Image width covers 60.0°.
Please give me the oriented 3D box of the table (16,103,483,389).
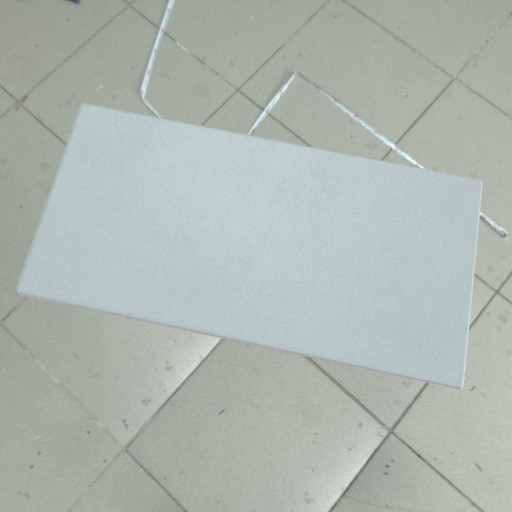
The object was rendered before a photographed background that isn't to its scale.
[{"bbox_3d":[0.000,0.000,1.425,1.171,0.487,0.580,12,76,3],"label":"table"}]
